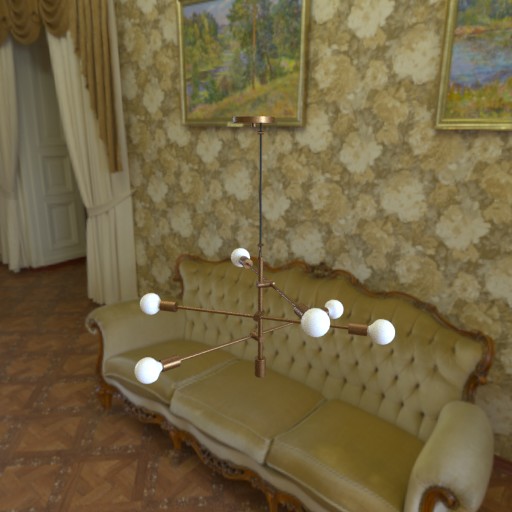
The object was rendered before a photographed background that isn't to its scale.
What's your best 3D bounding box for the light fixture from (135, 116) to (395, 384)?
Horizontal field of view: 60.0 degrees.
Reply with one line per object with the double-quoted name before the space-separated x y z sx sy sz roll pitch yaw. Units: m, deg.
"light fixture" 0.000 0.000 1.245 0.682 0.744 0.637 -2 16 -8
